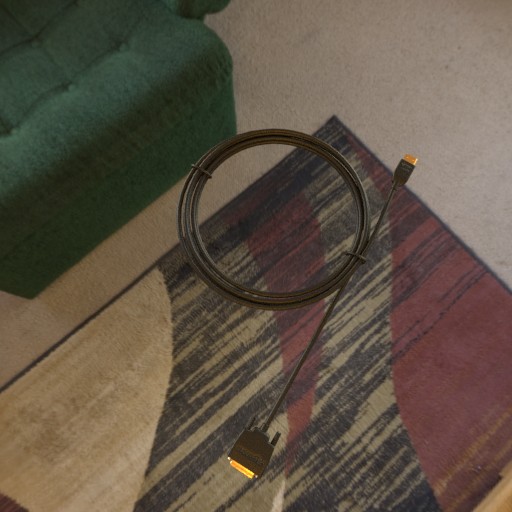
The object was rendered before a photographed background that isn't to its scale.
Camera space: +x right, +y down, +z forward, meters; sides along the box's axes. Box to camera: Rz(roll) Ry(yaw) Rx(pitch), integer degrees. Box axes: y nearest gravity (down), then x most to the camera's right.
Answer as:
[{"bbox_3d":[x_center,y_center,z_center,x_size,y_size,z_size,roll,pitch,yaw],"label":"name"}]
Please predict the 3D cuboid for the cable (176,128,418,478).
[{"bbox_3d":[0.000,0.000,0.527,0.257,0.030,0.422,30,77,7],"label":"cable"}]
